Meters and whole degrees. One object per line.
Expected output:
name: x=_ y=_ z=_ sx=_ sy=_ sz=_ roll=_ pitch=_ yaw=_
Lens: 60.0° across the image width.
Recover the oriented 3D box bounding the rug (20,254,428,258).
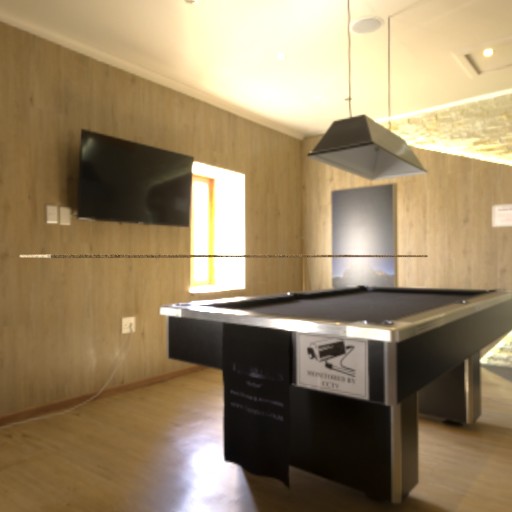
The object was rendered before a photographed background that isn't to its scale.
rug: x=0.000 y=0.000 z=2.509 sx=2.290 sy=0.014 sz=0.700 roll=0 pitch=0 yaw=-36
